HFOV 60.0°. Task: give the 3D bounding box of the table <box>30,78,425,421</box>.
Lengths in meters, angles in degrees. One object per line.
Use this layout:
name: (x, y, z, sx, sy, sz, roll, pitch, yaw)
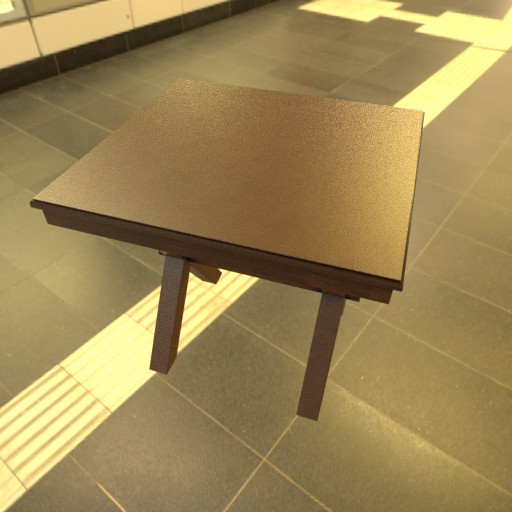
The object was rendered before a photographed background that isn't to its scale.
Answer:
table: (0.000, 0.000, 1.042, 0.602, 0.562, 0.560, 13, 44, 14)
